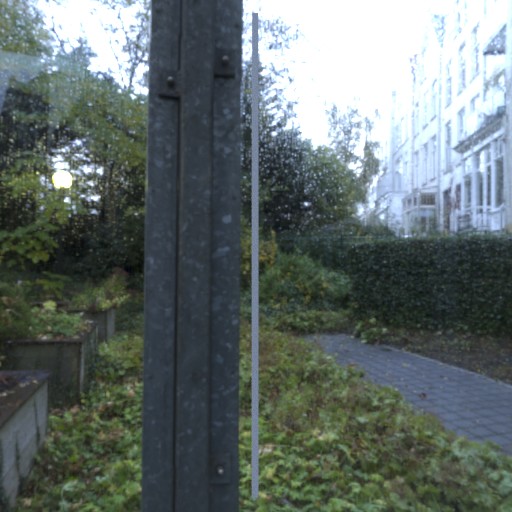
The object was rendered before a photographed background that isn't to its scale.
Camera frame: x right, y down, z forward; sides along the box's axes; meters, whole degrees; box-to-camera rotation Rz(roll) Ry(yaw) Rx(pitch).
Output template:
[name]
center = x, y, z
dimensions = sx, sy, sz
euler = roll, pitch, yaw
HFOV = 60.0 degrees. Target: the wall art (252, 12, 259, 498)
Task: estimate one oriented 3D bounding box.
[wall art]
center = 0.000, 0.000, 1.187
dimensions = 0.013, 0.940, 0.659
euler = 0, -1, 0
